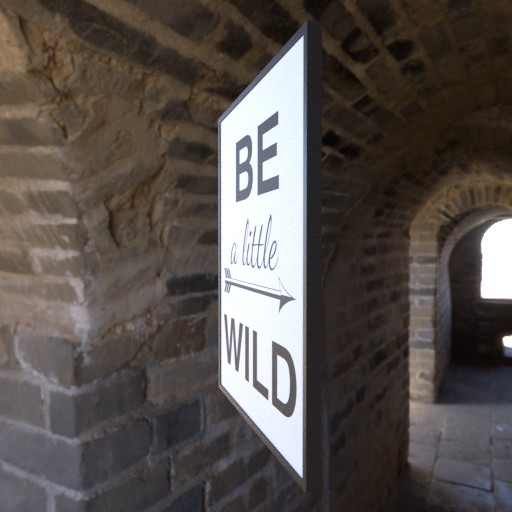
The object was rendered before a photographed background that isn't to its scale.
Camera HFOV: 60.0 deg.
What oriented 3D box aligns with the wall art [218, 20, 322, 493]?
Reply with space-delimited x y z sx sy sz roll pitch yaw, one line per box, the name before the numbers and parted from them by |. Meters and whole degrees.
wall art | 0.000 0.000 1.381 0.038 1.062 0.806 0 1 -19
